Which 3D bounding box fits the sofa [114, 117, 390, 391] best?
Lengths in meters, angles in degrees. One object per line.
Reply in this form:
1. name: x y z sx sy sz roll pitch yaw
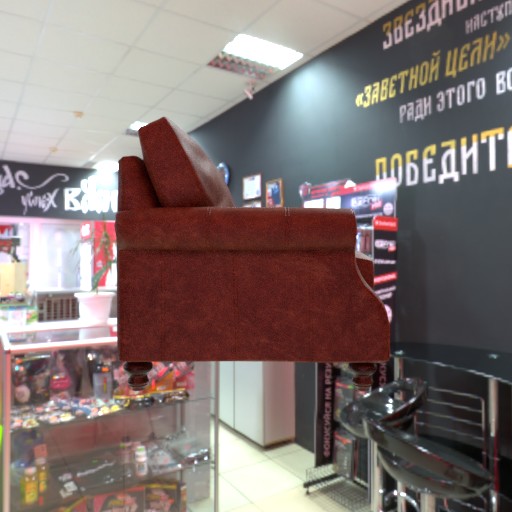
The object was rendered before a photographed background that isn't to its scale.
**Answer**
1. sofa: 0.000 0.000 2.247 0.990 0.967 1.616 0 0 0
